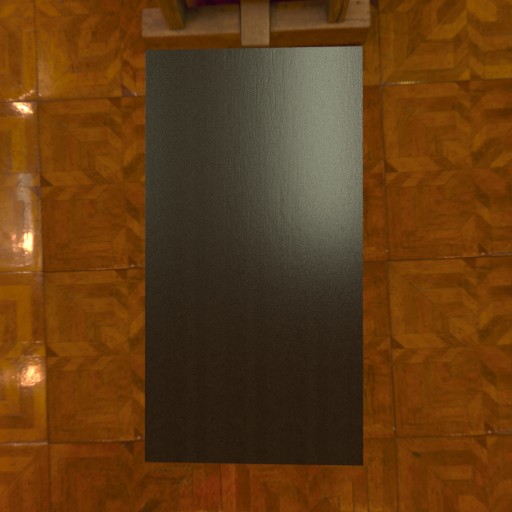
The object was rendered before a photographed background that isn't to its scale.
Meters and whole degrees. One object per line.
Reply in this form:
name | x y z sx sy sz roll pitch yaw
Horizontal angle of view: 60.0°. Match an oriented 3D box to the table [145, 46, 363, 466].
table | 0.000 0.000 1.383 0.574 0.435 1.095 0 90 2
